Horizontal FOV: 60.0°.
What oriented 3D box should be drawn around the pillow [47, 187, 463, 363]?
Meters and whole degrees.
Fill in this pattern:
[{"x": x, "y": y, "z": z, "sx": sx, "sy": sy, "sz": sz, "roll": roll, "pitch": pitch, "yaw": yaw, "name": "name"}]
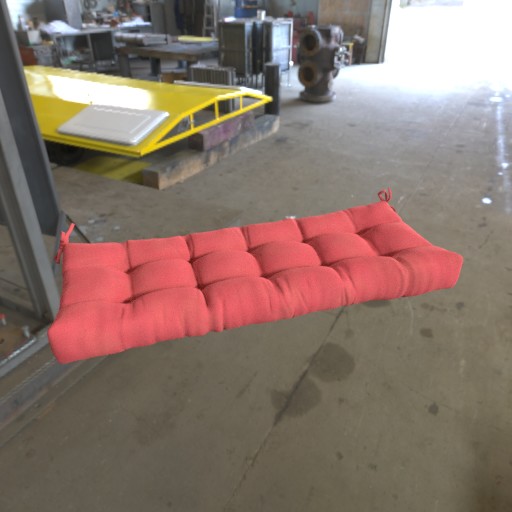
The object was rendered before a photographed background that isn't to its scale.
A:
[{"x": 0.000, "y": 0.000, "z": 1.349, "sx": 1.194, "sy": 0.174, "sz": 0.511, "roll": -9, "pitch": 33, "yaw": -14, "name": "pillow"}]
